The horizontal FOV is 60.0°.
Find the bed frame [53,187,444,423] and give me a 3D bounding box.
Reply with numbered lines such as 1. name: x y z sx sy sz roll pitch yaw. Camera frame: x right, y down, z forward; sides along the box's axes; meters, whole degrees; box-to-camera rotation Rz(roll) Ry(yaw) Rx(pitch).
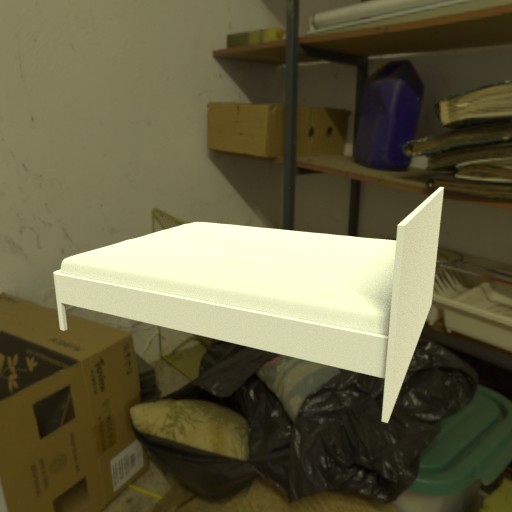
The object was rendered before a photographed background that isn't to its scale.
1. bed frame: 0.000 0.000 2.741 1.950 0.800 1.490 7 16 26
